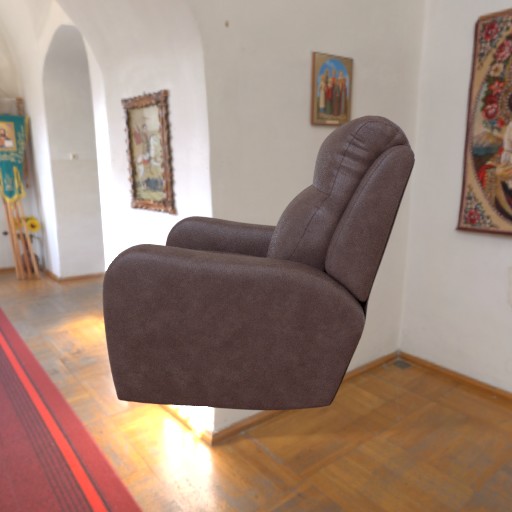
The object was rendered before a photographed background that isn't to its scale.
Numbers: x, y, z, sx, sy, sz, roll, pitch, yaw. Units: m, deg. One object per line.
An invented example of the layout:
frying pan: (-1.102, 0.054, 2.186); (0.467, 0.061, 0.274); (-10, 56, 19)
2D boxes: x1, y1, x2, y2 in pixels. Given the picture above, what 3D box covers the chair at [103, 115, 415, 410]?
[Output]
chair: (0.000, 0.000, 1.833); (1.067, 1.067, 0.865); (2, 13, 7)
